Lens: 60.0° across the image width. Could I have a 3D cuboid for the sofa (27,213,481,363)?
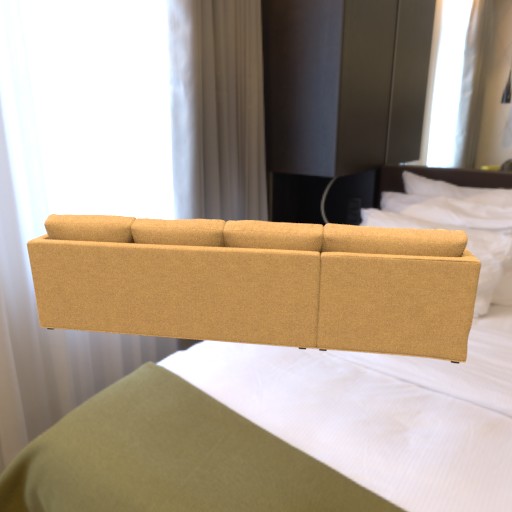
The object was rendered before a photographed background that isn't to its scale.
[{"bbox_3d":[0.000,0.000,3.873,3.198,0.920,1.638,3,17,9],"label":"sofa"}]
